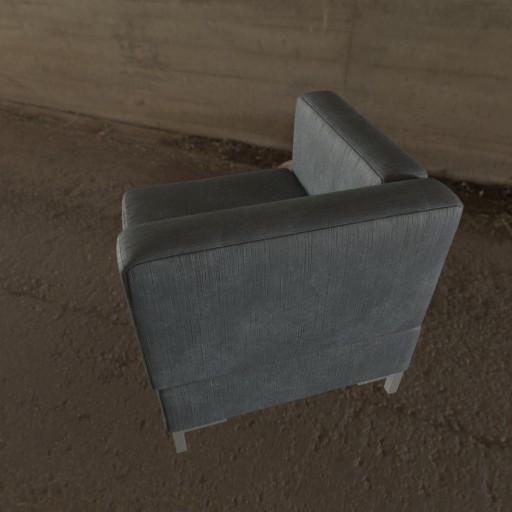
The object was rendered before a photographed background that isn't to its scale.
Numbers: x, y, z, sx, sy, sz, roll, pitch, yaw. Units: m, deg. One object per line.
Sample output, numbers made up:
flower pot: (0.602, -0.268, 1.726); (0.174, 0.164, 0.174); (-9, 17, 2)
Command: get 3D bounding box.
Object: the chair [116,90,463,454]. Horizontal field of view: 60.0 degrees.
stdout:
chair: (0.000, 0.000, 1.217); (0.680, 0.660, 0.680); (-11, 41, -13)
